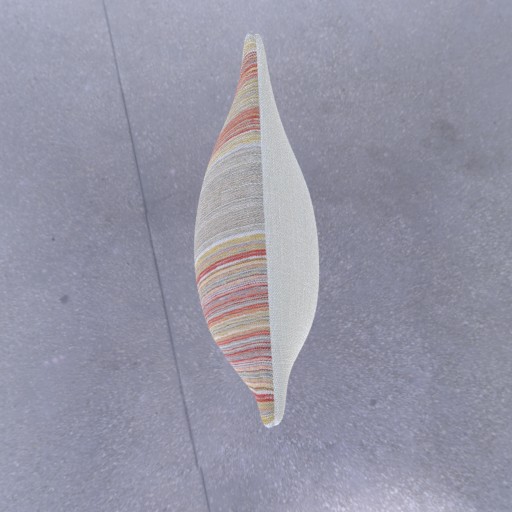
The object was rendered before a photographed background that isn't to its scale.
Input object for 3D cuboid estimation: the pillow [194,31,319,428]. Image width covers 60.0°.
[{"bbox_3d":[0.000,0.000,0.693,0.191,0.449,0.451,-2,76,-1],"label":"pillow"}]
